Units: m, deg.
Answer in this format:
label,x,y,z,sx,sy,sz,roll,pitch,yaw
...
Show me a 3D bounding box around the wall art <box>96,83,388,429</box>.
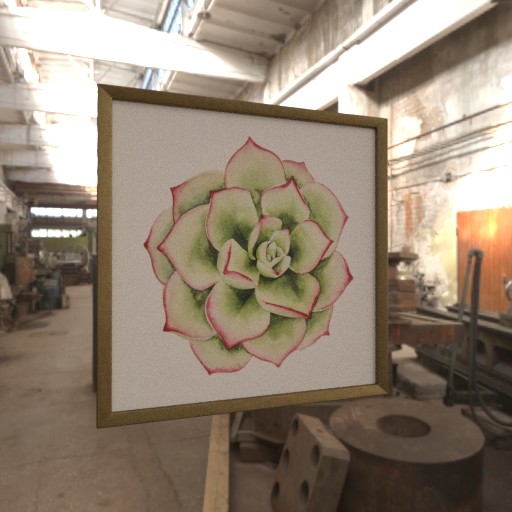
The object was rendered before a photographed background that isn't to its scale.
label,x,y,z,sx,sy,sz,roll,pitch,yaw
wall art,0.000,0.000,0.745,0.503,0.506,0.031,0,0,-19
